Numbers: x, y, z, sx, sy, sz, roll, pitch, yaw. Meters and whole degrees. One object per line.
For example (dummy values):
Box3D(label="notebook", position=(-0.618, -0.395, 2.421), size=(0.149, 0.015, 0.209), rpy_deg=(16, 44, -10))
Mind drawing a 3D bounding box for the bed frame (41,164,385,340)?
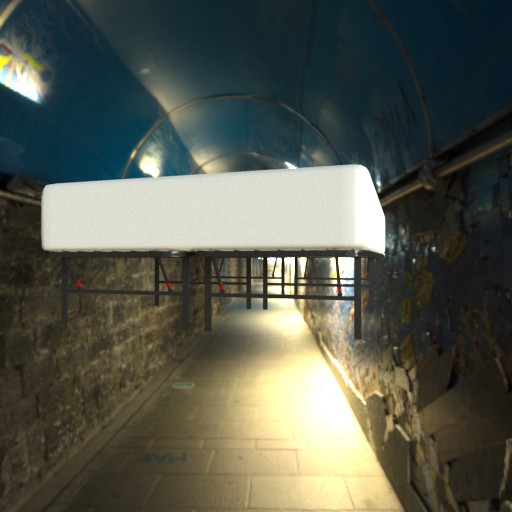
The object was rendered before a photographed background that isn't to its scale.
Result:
Box3D(label="bed frame", position=(0.000, 0.000, 2.818), size=(1.528, 0.677, 2.037), rpy_deg=(0, 0, 18))
